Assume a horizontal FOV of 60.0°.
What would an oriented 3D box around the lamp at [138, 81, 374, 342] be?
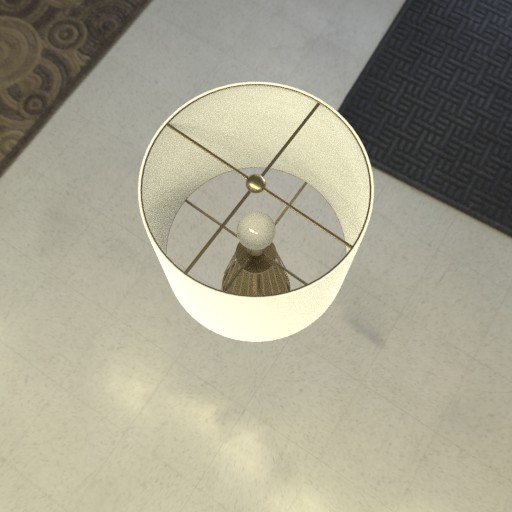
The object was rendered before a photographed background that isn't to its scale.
[{"bbox_3d":[0.000,0.000,0.778,0.303,0.618,0.303,0,75,0],"label":"lamp"}]
